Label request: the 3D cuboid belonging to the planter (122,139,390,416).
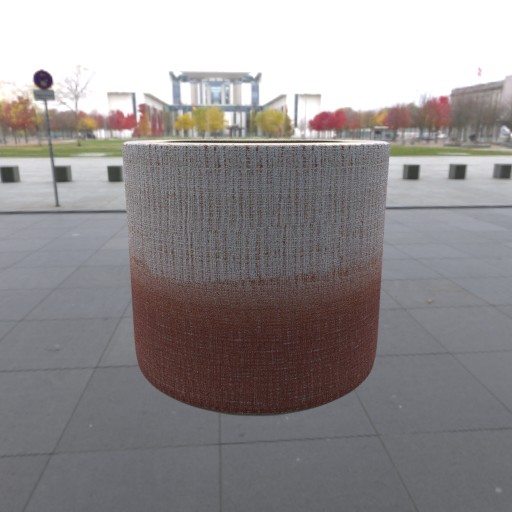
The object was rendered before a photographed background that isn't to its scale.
[{"bbox_3d":[0.000,0.000,0.399,0.221,0.201,0.221,0,15,0],"label":"planter"}]
